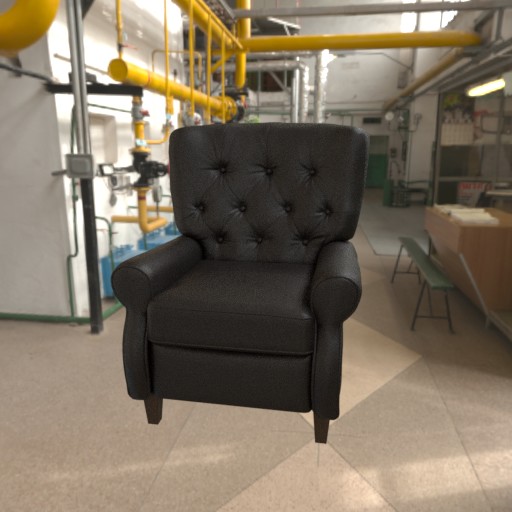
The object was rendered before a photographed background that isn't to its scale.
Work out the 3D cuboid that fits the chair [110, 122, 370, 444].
[{"bbox_3d":[0.000,0.000,1.930,0.948,1.158,1.058,2,14,10],"label":"chair"}]
